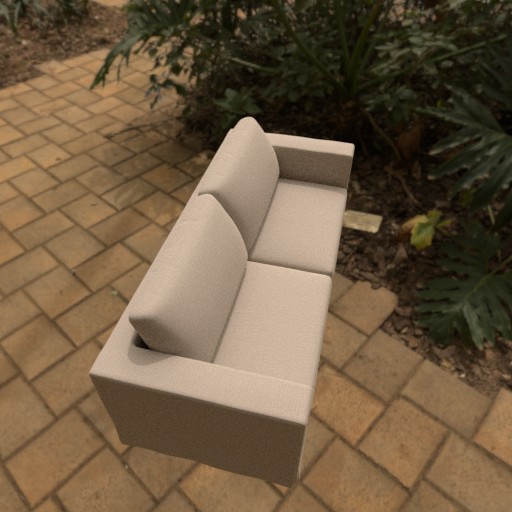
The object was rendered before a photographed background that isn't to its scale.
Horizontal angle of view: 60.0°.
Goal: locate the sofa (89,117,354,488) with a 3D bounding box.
[{"bbox_3d":[0.000,0.000,2.660,0.954,0.881,2.163,10,45,10],"label":"sofa"}]
